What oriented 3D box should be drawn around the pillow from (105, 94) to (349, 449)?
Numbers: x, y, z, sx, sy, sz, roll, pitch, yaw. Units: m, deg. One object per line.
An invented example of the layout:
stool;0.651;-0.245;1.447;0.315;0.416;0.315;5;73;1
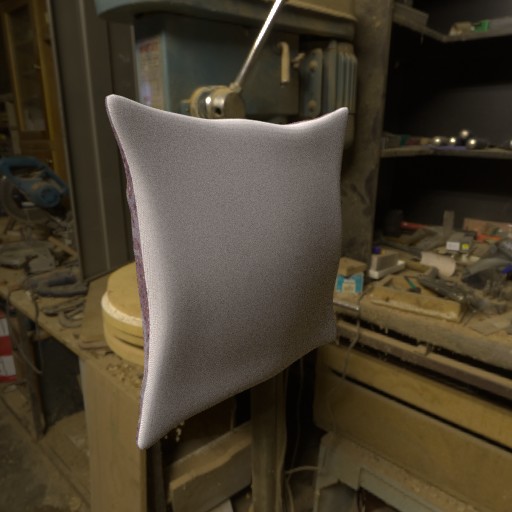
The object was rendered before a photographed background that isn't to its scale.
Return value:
pillow;0.000;0.000;0.779;0.163;0.513;0.514;16;23;42
